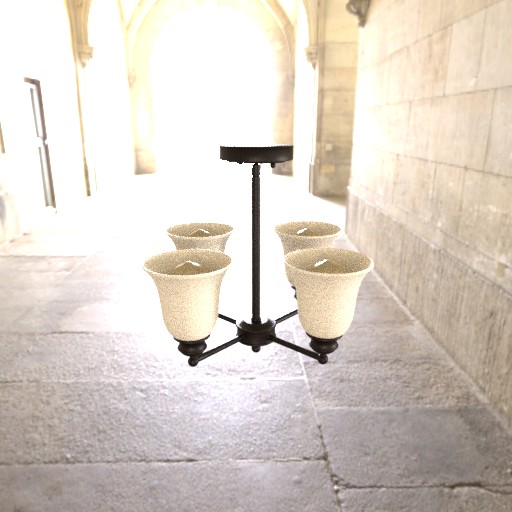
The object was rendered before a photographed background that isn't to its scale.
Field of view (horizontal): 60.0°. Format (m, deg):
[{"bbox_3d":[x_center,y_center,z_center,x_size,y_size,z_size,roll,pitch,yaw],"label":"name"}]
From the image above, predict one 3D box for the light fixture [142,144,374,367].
[{"bbox_3d":[0.000,0.000,1.911,1.069,0.925,1.069,15,22,41],"label":"light fixture"}]
